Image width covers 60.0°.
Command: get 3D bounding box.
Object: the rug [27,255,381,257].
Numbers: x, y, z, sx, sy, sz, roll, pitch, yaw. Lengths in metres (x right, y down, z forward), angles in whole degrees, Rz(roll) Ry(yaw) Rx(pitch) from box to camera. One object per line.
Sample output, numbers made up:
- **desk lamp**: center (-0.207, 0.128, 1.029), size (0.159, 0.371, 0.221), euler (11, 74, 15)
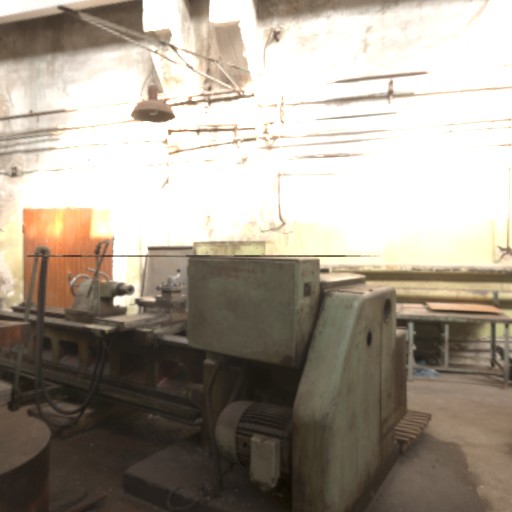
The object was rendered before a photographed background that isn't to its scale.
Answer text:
- **rug**: center (0.000, 0.000, 3.025), size (1.513, 0.008, 2.423), euler (0, 0, 19)
